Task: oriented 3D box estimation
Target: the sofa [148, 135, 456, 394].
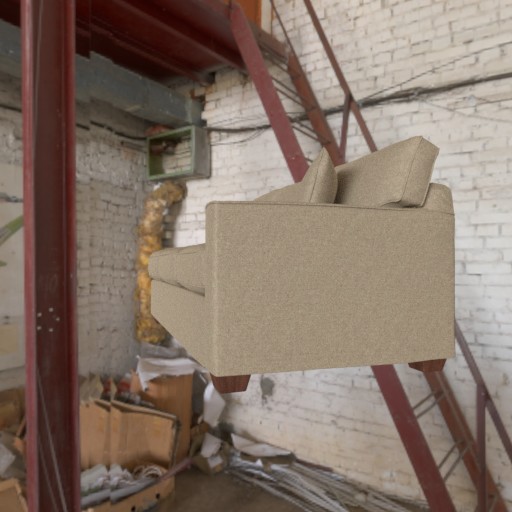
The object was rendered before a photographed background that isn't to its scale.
[{"bbox_3d":[0.000,0.000,2.521,1.034,0.946,1.963,0,-1,-19],"label":"sofa"}]
